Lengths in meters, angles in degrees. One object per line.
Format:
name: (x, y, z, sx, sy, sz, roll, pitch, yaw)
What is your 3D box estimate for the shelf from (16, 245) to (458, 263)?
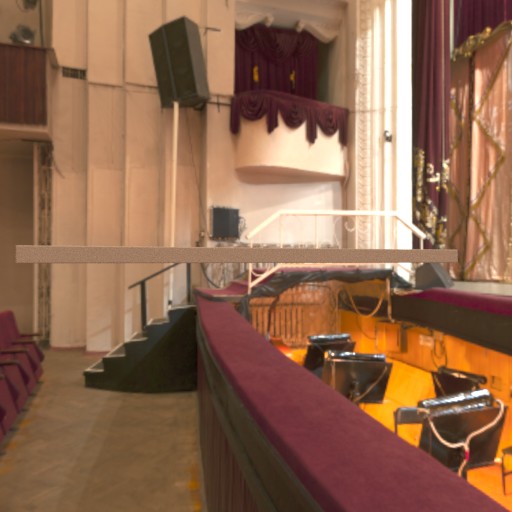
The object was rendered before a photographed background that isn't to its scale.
shelf: (0.000, 0.000, 0.655, 0.610, 0.020, 0.140, 0, -1, -18)
